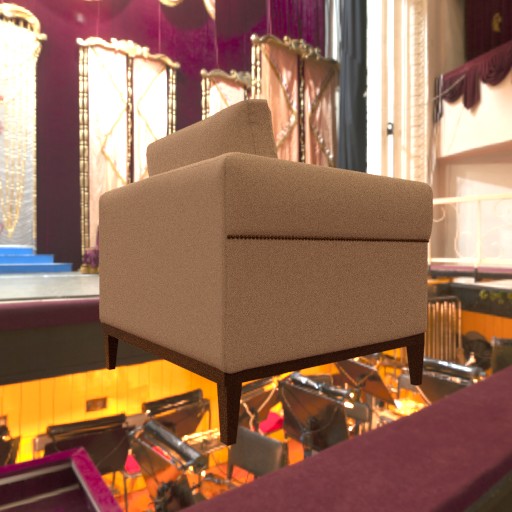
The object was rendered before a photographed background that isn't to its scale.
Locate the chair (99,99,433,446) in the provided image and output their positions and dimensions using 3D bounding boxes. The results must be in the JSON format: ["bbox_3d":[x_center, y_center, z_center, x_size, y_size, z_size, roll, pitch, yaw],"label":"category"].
[{"bbox_3d":[0.000,0.000,1.690,0.896,0.915,0.982,-1,1,-37],"label":"chair"}]
